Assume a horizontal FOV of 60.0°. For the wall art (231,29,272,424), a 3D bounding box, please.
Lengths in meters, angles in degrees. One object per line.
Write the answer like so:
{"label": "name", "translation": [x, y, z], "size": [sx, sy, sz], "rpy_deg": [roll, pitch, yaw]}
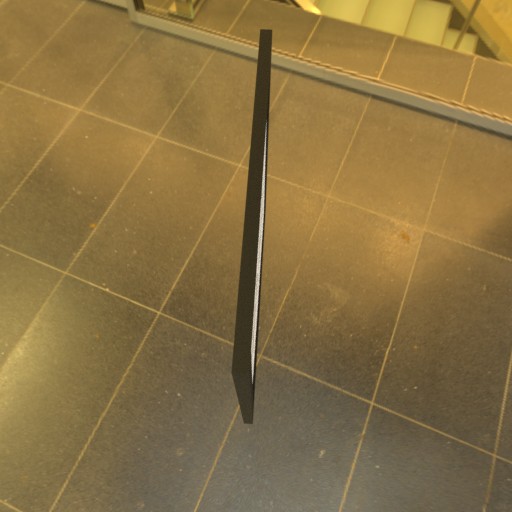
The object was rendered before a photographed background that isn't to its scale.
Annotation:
{"label": "wall art", "translation": [0.000, 0.000, 0.546], "size": [0.013, 0.356, 0.356], "rpy_deg": [3, 64, 2]}
